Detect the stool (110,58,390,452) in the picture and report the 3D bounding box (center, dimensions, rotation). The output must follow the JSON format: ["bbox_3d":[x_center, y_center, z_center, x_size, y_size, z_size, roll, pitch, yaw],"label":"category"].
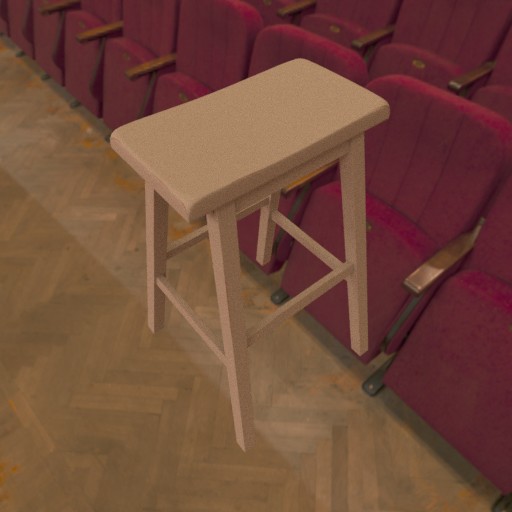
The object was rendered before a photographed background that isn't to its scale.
[{"bbox_3d":[0.000,0.000,1.047,0.457,0.737,0.476,-31,55,-25],"label":"stool"}]
